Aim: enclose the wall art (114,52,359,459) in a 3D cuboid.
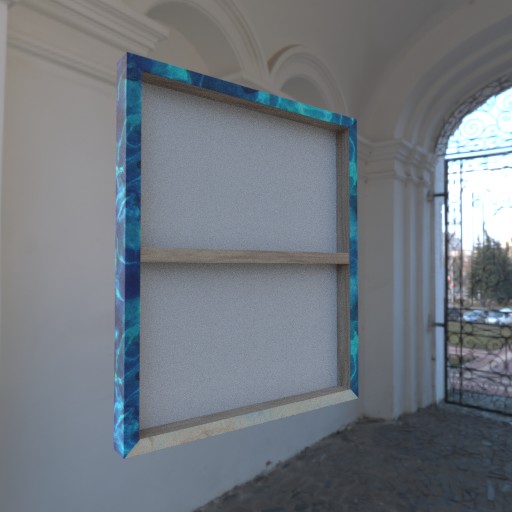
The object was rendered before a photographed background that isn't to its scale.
[{"bbox_3d":[0.000,0.000,0.695,0.432,0.508,0.038,1,-2,-36],"label":"wall art"}]
